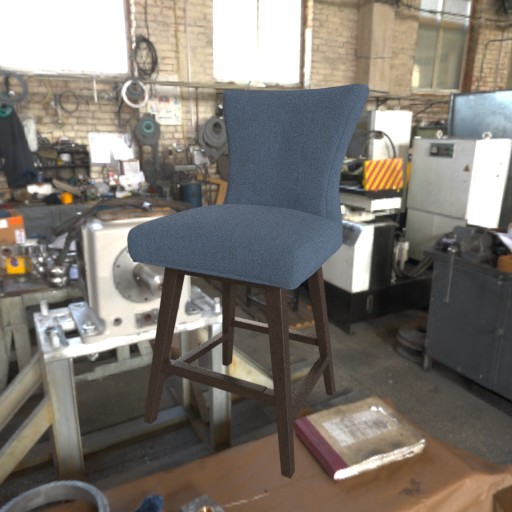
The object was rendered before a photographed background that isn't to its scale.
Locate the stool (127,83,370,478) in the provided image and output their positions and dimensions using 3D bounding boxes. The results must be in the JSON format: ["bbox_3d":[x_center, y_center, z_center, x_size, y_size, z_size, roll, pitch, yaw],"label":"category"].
[{"bbox_3d":[0.000,0.000,1.349,0.514,1.000,0.574,8,18,27],"label":"stool"}]
